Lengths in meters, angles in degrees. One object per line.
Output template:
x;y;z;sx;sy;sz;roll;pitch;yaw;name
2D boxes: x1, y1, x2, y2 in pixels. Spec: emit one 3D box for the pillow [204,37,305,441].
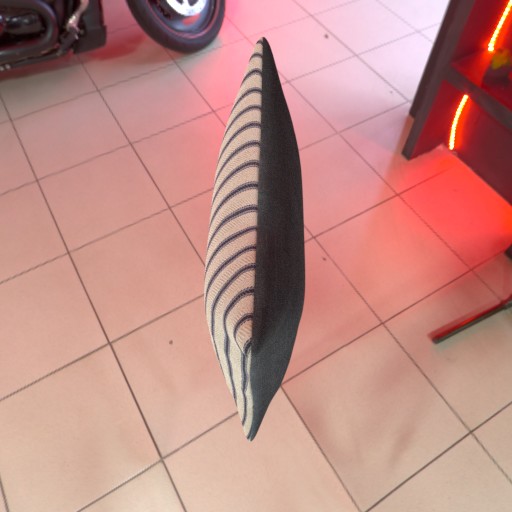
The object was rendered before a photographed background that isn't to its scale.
0.000;0.000;0.686;0.138;0.444;0.468;1;58;1;pillow
